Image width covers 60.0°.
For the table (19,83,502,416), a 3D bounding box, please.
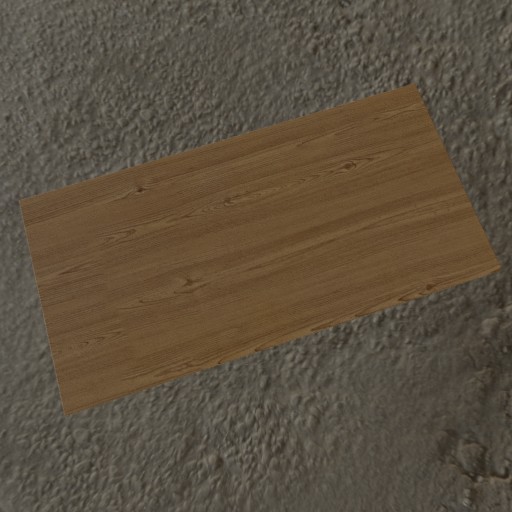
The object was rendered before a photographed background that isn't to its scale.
[{"bbox_3d":[0.000,0.000,2.186,1.797,0.750,0.901,-18,77,-4],"label":"table"}]
